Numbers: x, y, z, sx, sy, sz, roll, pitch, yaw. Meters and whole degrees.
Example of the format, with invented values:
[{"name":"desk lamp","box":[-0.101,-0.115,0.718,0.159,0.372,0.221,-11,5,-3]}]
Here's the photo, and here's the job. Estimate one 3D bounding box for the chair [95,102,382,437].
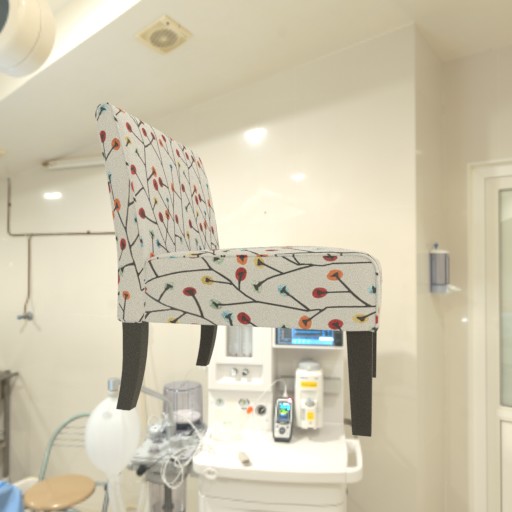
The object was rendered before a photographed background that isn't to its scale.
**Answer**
[{"name":"chair","box":[0.000,0.000,1.341,0.732,0.813,0.597,0,-1,16]}]
